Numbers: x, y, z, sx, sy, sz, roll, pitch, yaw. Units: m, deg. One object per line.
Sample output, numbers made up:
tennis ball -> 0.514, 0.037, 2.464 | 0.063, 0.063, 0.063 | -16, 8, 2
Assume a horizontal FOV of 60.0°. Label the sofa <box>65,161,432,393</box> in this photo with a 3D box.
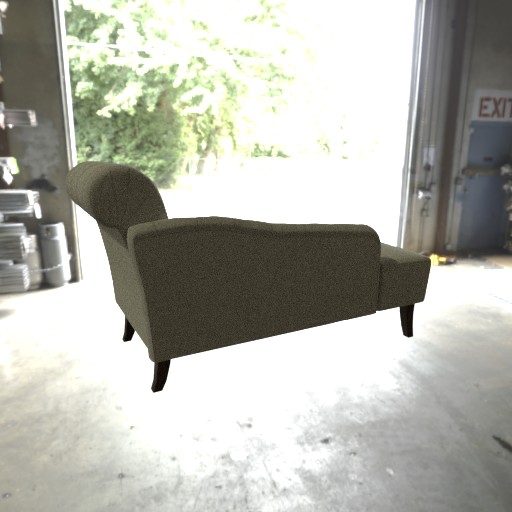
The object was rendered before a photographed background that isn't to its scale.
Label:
sofa -> 0.000, 0.000, 1.868 | 1.379, 0.787, 0.675 | -7, 15, -27
